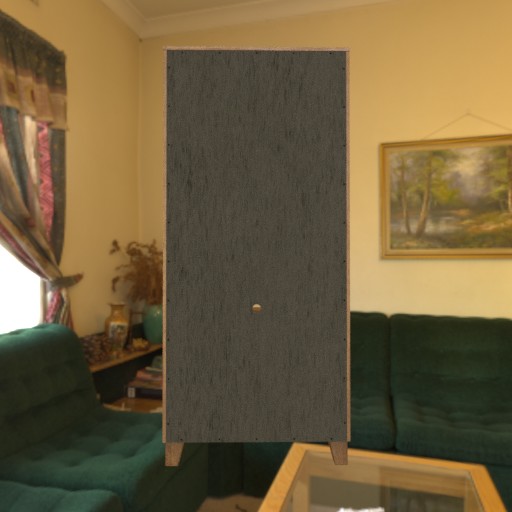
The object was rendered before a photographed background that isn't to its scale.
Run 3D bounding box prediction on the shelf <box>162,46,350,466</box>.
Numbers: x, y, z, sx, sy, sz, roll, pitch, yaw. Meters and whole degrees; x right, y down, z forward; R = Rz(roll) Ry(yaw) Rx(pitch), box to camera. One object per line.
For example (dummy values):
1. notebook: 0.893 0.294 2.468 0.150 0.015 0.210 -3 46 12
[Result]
1. shelf: 0.000 0.000 2.265 0.864 1.930 0.453 0 -1 -1
